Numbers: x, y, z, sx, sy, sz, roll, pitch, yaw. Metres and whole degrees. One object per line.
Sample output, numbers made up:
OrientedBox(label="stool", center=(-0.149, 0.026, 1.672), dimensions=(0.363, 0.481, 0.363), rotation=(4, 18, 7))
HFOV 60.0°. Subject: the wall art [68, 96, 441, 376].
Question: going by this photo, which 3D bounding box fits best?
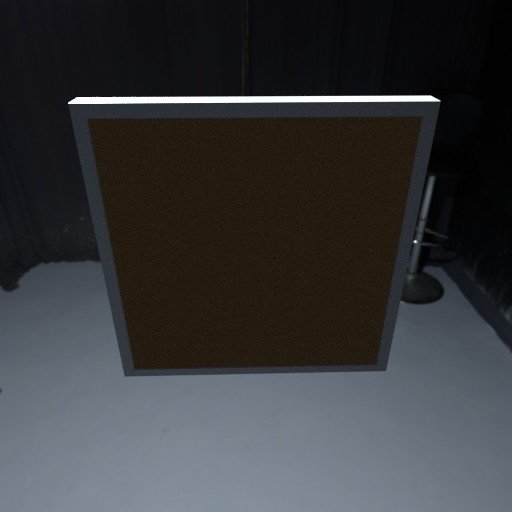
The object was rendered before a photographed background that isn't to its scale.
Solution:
OrientedBox(label="wall art", center=(0.000, 0.000, 0.746), dimensions=(0.506, 0.506, 0.038), rotation=(-1, 30, -1))
